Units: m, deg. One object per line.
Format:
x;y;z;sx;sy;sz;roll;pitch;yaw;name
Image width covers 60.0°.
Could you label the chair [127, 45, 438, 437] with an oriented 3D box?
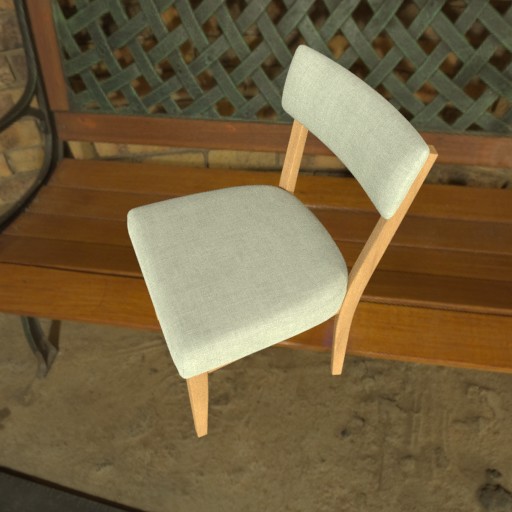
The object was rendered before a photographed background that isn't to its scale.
0.000;0.000;1.157;0.572;0.832;0.508;-18;50;-16;chair
